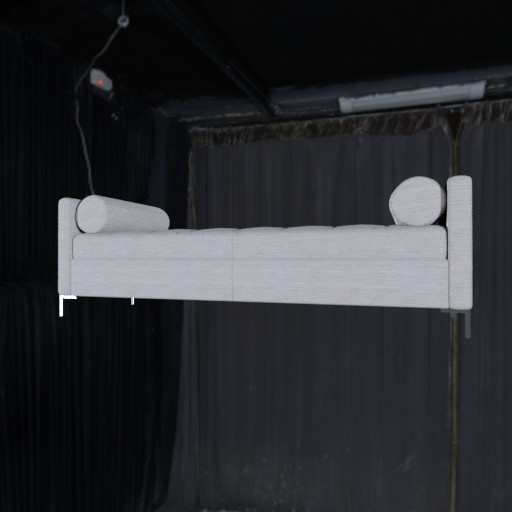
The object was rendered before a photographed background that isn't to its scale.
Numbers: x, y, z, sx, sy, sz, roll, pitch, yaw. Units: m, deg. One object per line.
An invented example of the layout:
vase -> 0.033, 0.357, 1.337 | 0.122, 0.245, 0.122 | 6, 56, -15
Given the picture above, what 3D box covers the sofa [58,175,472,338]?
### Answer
sofa -> 0.000, 0.000, 2.328 | 1.981, 0.635, 0.686 | 0, 0, 19
